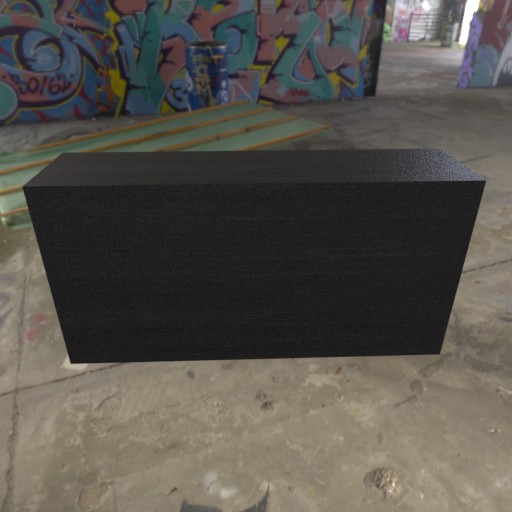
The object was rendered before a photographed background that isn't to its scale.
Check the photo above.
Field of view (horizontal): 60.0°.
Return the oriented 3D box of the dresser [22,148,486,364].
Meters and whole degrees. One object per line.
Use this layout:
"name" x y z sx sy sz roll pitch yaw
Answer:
"dresser" 0.000 0.000 1.886 1.590 0.795 0.400 -1 29 -2
